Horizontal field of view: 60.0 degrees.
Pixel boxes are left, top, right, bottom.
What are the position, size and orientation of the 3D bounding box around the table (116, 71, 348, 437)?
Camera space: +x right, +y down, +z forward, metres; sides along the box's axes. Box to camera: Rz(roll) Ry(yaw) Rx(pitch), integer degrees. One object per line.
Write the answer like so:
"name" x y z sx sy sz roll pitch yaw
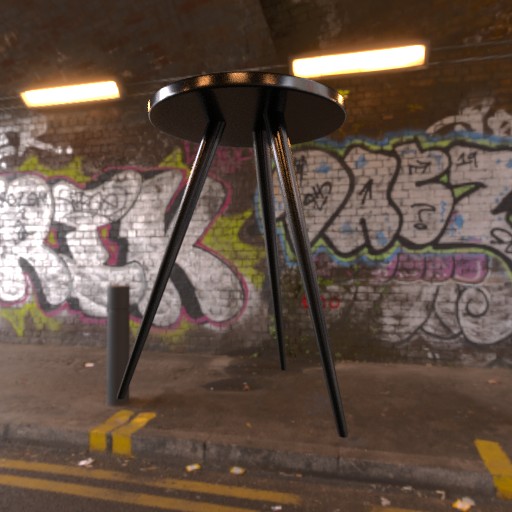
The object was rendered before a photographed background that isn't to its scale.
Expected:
"table" 0.000 0.000 0.825 0.403 0.548 0.415 0 -1 -36
